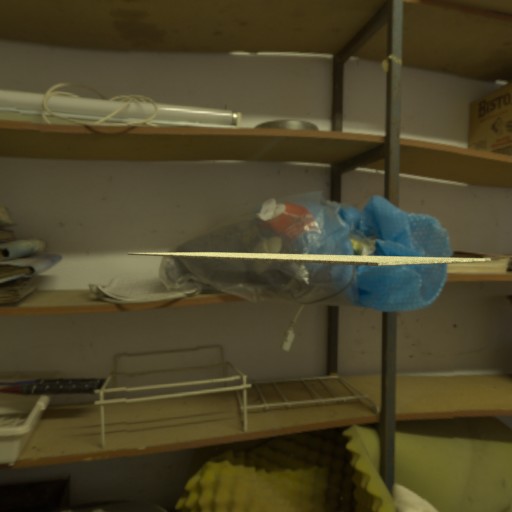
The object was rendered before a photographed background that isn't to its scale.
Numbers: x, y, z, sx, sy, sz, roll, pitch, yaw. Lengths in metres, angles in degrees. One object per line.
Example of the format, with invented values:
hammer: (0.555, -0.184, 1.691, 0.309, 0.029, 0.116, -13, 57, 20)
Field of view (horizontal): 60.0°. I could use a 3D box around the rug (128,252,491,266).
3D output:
rug: (0.000, 0.000, 2.509, 0.700, 0.014, 2.290, -1, 2, -35)
